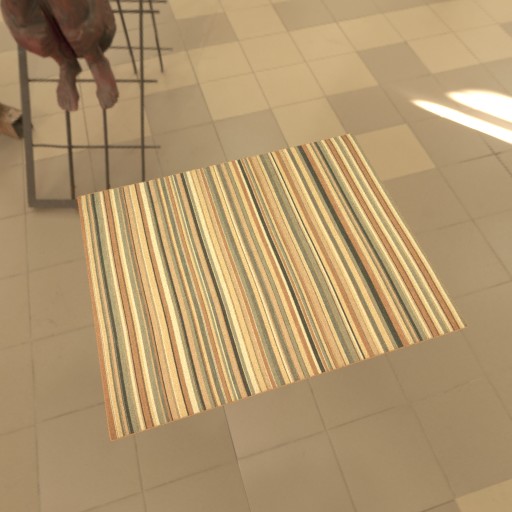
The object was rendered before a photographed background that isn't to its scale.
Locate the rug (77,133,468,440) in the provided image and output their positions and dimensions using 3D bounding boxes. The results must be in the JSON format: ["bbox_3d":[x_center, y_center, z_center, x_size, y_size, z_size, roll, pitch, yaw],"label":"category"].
[{"bbox_3d":[0.000,0.000,4.143,3.045,0.011,2.436,-15,60,-9],"label":"rug"}]
